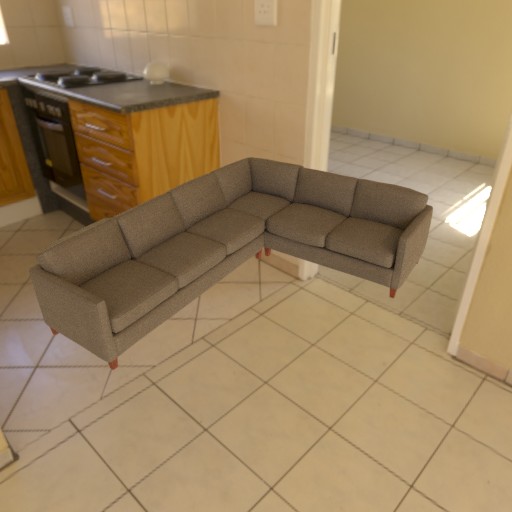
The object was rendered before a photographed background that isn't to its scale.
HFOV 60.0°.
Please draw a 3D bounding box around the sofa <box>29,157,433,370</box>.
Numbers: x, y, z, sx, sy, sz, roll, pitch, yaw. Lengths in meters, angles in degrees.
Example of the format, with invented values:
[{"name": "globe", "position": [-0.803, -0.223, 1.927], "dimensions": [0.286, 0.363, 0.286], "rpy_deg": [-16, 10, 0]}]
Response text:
[{"name": "sofa", "position": [0.000, 0.000, 4.457], "dimensions": [2.593, 0.947, 3.302], "rpy_deg": [19, 35, 29]}]
